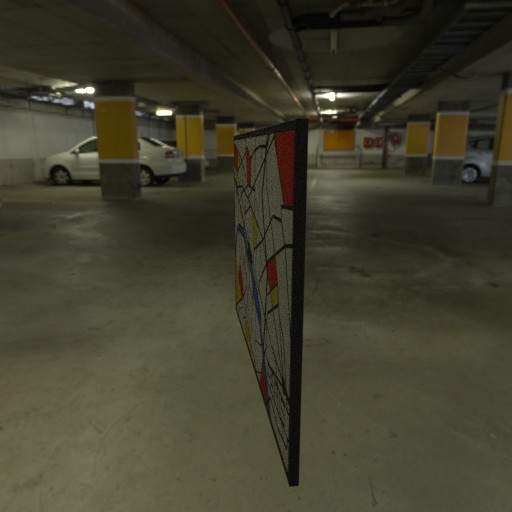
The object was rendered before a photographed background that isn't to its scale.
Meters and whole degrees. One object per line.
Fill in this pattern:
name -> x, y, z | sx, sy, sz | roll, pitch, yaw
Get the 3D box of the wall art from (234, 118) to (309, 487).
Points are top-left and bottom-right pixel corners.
wall art -> 0.000, 0.000, 0.843 | 0.013, 0.458, 0.664 | -2, 14, -8
